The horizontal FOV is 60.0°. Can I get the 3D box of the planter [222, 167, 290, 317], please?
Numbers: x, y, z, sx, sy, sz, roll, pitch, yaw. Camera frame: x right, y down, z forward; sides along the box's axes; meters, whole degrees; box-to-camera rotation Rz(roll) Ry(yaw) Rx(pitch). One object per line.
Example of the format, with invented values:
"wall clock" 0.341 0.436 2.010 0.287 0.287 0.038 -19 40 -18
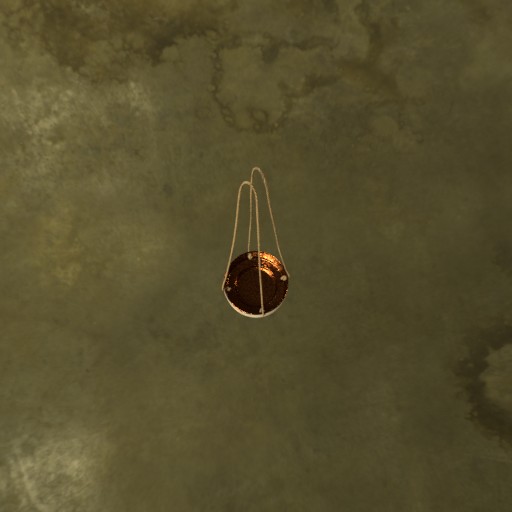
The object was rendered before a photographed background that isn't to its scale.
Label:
"planter" 0.000 0.000 1.125 0.223 1.030 0.223 33 79 7
